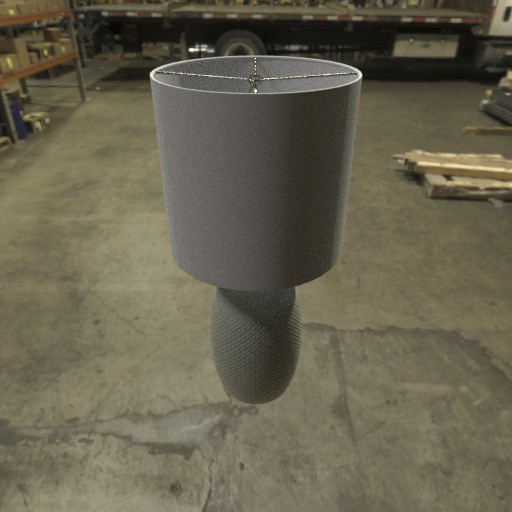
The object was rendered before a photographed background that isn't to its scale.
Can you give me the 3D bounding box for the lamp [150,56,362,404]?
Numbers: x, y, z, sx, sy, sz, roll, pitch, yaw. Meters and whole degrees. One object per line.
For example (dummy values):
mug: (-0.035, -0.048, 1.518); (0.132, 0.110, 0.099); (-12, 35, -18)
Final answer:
lamp: (0.000, 0.000, 0.580); (0.217, 0.453, 0.217); (1, 32, 1)
